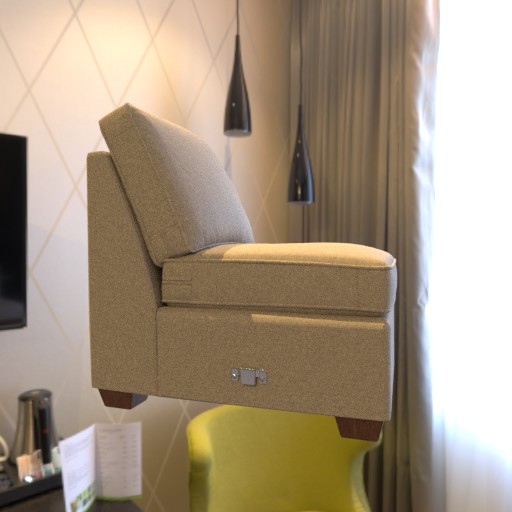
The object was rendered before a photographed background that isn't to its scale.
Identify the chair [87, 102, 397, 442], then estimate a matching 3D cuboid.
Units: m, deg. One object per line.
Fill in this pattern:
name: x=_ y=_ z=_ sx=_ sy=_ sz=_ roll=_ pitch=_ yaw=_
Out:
chair: x=0.000 y=0.000 z=1.681 sx=1.020 sy=1.058 sz=0.674 roll=0 pitch=1 yaw=18
